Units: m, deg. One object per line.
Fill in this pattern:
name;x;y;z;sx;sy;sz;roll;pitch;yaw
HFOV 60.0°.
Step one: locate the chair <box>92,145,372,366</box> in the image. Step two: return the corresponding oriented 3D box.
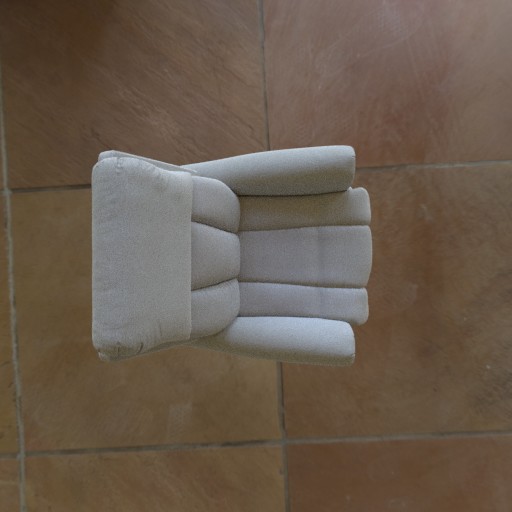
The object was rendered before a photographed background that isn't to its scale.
chair;0.000;0.000;1.773;0.979;1.031;0.871;0;90;2
